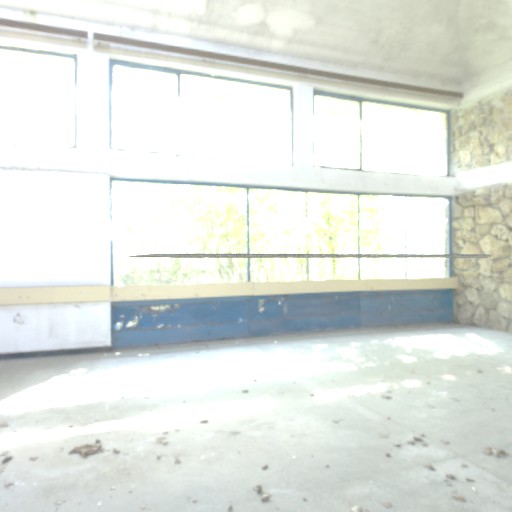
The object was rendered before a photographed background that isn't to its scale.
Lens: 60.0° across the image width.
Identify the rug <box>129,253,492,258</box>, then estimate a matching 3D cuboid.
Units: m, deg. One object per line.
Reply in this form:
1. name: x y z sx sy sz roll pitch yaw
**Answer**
1. rug: 0.000 0.000 3.051 1.535 0.022 2.498 0 0 -20
